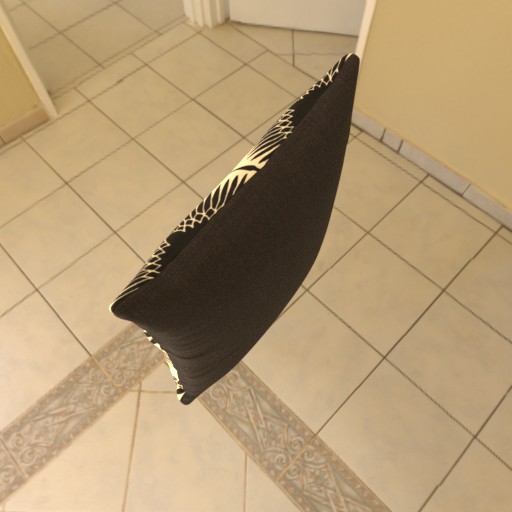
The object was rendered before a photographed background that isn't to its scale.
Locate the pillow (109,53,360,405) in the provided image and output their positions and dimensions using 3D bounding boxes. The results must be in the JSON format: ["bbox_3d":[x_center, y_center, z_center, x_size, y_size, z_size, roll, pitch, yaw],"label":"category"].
[{"bbox_3d":[0.000,0.000,0.661,0.139,0.432,0.432,32,66,16],"label":"pillow"}]
